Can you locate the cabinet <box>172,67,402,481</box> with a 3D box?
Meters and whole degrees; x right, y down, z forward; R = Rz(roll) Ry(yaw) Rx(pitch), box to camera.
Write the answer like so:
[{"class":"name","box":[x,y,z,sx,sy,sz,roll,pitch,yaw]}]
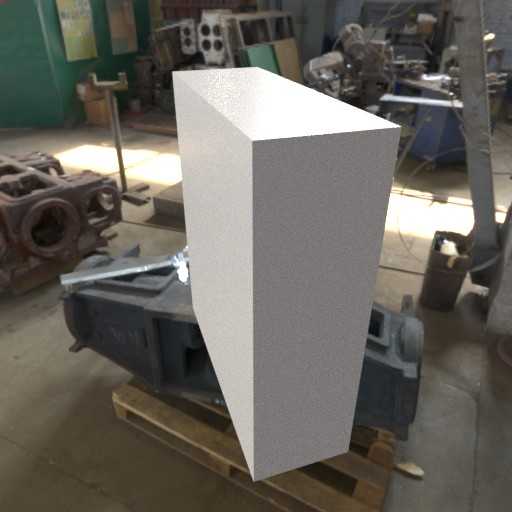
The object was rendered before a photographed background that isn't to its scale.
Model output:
[{"class":"cabinet","box":[0.000,0.000,1.625,0.348,1.150,0.990,-10,32,-16]}]
